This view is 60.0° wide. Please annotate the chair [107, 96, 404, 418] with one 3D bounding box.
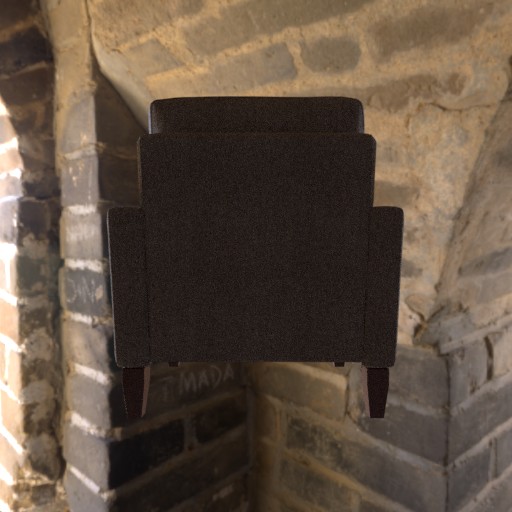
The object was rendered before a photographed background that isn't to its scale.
[{"bbox_3d":[0.000,0.000,1.657,0.855,0.993,0.897,0,0,0],"label":"chair"}]
